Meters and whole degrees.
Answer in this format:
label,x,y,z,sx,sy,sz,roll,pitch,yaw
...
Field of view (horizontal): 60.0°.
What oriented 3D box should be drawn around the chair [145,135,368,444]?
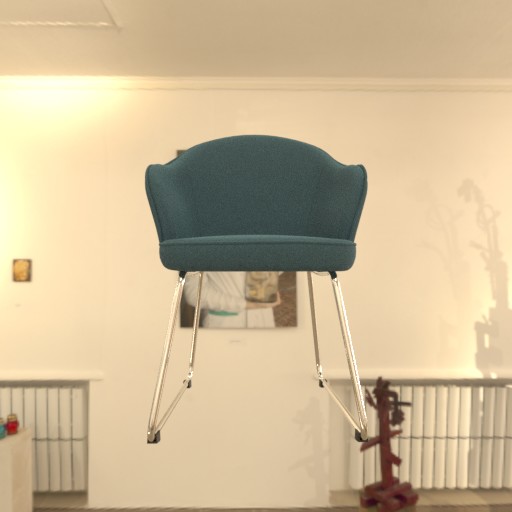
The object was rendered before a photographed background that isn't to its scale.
label,x,y,z,sx,sy,sz,roll,pitch,yaw
chair,0.000,0.000,1.222,0.570,0.815,0.585,0,1,-1
